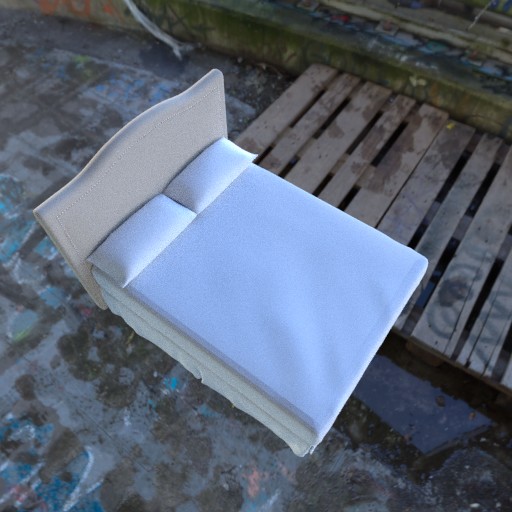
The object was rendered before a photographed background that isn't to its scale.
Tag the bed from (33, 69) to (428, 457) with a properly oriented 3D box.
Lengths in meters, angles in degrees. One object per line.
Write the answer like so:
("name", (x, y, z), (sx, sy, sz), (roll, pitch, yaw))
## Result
("bed", (0.000, 0.000, 3.122), (2.052, 1.398, 1.678), (32, 63, 19))
